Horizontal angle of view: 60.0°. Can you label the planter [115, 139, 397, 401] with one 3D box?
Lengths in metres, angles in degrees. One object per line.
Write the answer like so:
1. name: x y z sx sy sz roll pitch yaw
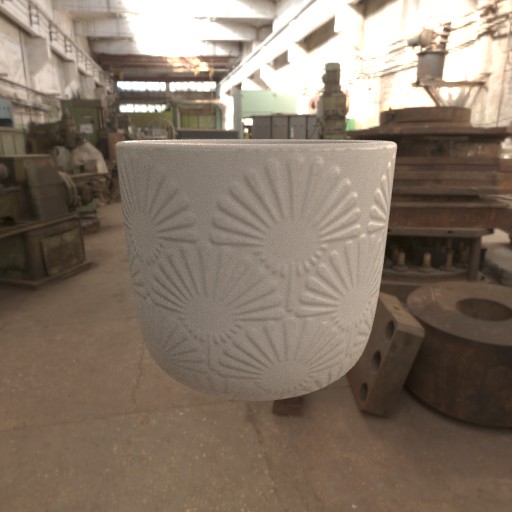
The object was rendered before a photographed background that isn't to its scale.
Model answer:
1. planter: 0.000 0.000 0.218 0.124 0.109 0.124 0 15 0
